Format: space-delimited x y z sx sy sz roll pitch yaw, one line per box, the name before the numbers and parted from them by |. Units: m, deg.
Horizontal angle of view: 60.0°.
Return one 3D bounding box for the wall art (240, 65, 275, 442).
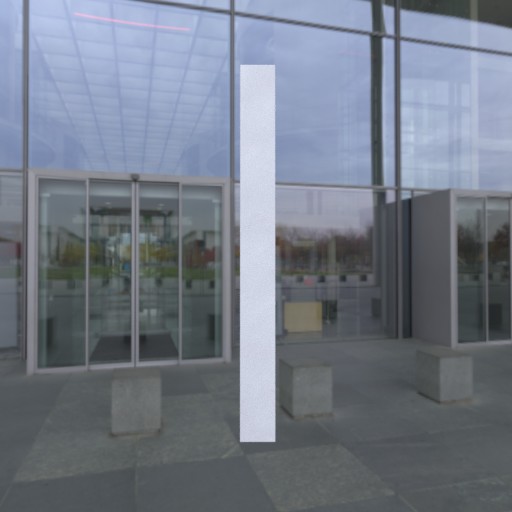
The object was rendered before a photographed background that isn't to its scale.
wall art | 0.000 0.000 0.783 0.038 0.407 0.609 0 -1 0
